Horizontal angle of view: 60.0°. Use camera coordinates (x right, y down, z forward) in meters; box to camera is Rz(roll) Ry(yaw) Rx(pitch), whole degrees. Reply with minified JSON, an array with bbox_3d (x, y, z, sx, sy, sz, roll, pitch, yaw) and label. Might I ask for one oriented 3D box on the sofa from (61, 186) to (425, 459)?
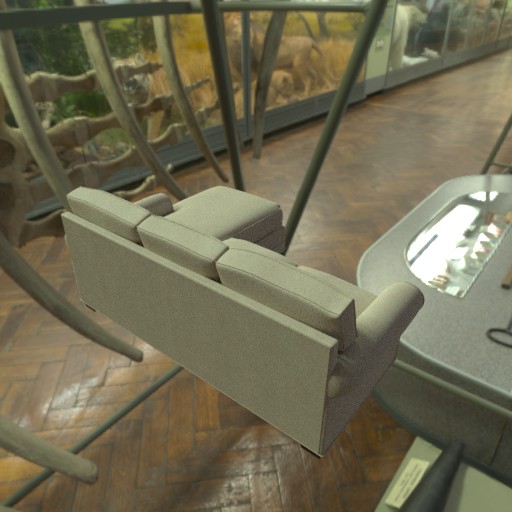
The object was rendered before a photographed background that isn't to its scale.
[{"bbox_3d":[0.000,0.000,2.387,1.770,0.734,1.226,22,37,32],"label":"sofa"}]
